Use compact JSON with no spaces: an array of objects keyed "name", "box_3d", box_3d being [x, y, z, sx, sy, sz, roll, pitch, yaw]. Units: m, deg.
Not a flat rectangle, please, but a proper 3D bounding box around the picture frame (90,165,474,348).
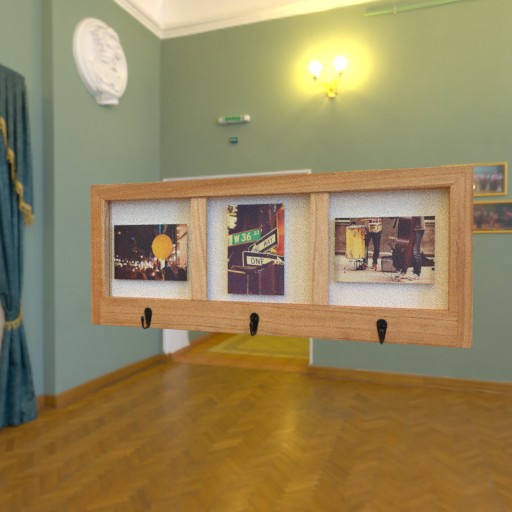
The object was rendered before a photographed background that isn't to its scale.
[{"name":"picture frame","box_3d":[0.000,0.000,0.657,0.582,0.234,0.045,0,1,18]}]
